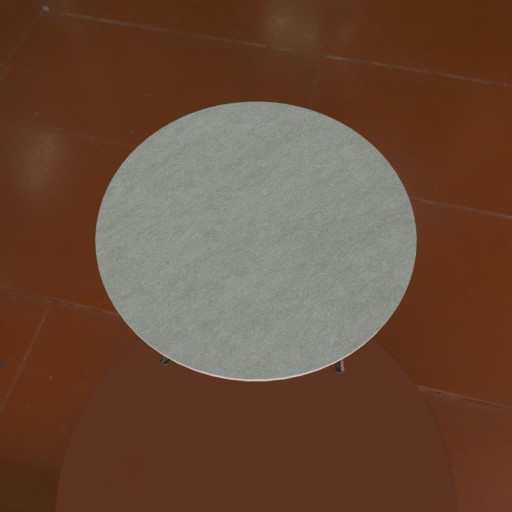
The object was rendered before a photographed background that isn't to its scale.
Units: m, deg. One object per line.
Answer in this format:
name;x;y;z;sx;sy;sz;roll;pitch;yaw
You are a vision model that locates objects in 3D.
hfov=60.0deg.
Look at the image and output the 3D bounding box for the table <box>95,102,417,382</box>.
table;0.000;0.000;1.452;0.889;0.470;0.889;0;63;0
